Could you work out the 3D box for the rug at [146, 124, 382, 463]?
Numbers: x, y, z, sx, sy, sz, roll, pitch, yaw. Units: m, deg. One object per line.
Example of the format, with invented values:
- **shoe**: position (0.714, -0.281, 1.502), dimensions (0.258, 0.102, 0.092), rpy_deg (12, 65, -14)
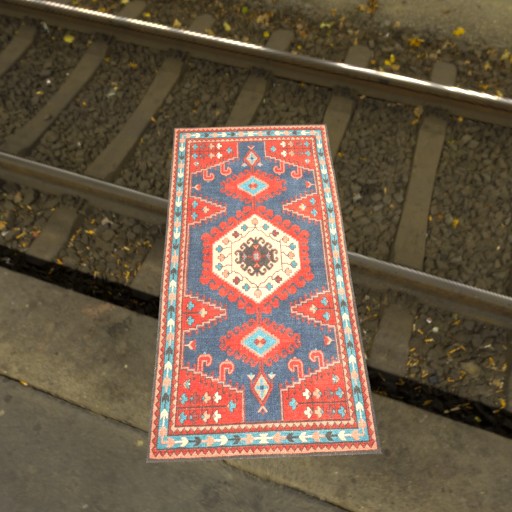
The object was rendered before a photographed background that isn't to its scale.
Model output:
- **rug**: position (0.000, 0.000, 3.631), dimensions (1.522, 0.034, 3.032), rpy_deg (-2, 59, -1)
